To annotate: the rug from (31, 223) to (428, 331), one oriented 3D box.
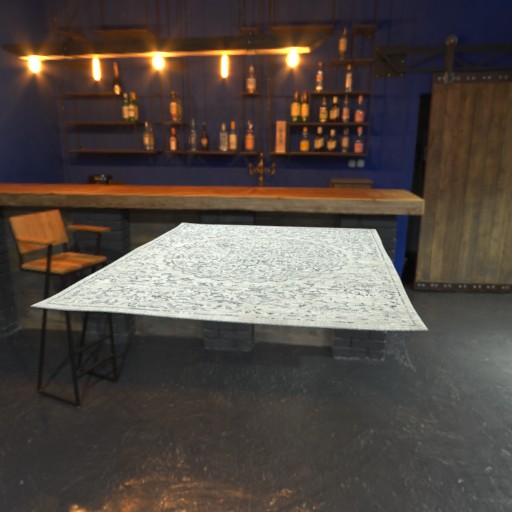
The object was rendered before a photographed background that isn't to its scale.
[{"bbox_3d":[0.000,0.000,3.937,2.343,0.026,2.925,2,15,9],"label":"rug"}]
